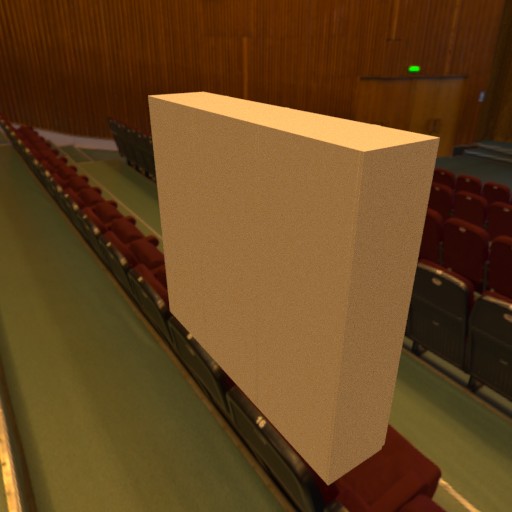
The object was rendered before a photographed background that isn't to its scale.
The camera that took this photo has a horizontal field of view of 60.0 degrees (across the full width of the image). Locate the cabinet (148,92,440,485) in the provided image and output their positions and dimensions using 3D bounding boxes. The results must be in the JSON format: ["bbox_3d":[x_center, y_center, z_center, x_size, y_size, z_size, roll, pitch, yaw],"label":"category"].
[{"bbox_3d":[0.000,0.000,3.775,0.590,2.370,2.700,-17,31,-30],"label":"cabinet"}]
